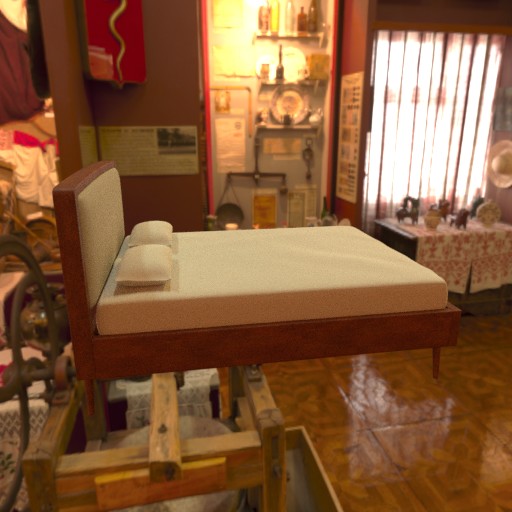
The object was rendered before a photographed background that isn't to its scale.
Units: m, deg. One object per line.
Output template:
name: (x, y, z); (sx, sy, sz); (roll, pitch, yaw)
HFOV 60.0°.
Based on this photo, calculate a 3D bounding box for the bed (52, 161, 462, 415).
bed: (0.000, 0.000, 3.146); (2.196, 1.275, 1.587); (-3, 17, -10)
